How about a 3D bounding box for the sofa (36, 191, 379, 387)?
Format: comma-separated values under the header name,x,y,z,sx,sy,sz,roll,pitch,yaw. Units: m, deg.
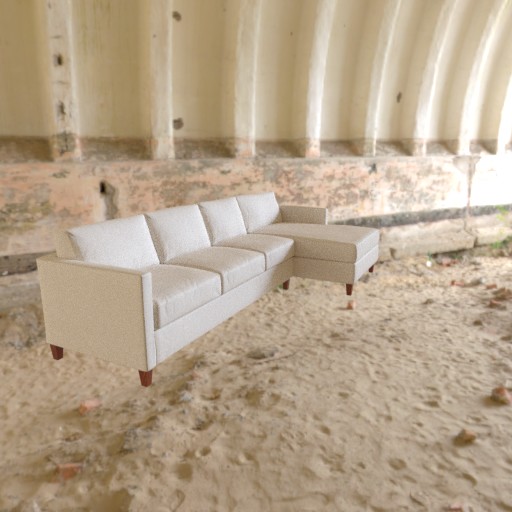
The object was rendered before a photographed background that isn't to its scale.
name,x,y,z,sx,sy,sz,roll,pitch,yaw
sofa,0.000,0.000,4.168,1.606,0.954,3.471,7,15,26
